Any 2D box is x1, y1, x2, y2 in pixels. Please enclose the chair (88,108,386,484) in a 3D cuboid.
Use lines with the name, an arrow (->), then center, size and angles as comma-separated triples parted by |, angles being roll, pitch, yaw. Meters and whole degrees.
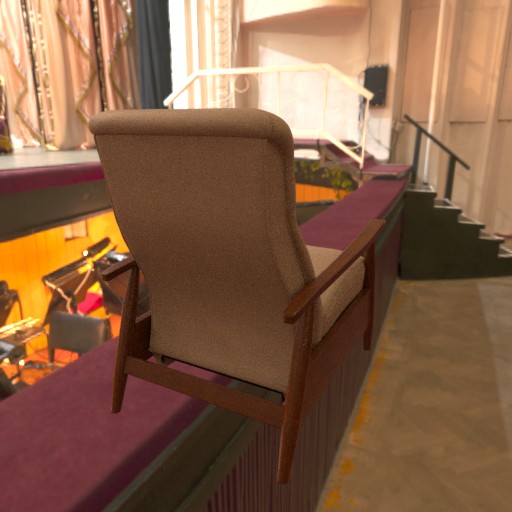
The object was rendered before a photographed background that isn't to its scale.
chair -> 0.000, 0.000, 1.748 | 0.762, 1.082, 1.030 | 9, 19, 28
